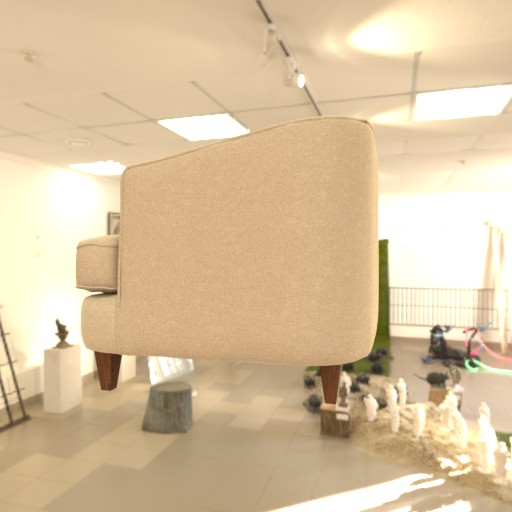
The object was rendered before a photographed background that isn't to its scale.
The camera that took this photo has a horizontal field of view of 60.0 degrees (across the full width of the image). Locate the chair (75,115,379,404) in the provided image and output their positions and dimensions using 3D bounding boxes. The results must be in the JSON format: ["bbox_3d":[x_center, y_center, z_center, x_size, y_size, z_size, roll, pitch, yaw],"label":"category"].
[{"bbox_3d":[0.000,0.000,1.783,0.941,0.852,1.104,0,1,17],"label":"chair"}]
